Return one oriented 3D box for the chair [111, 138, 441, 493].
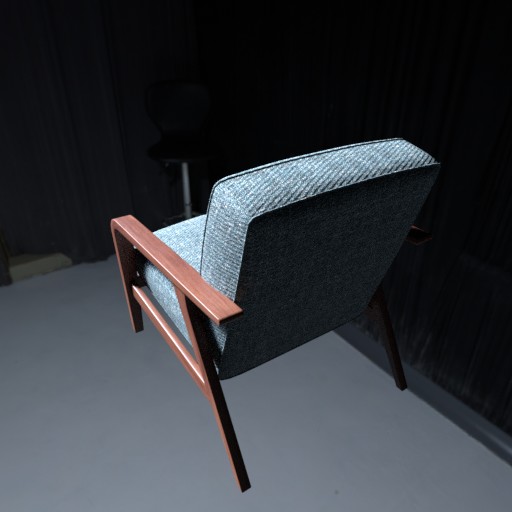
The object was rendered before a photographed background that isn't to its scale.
[{"bbox_3d":[0.000,0.000,1.485,0.719,0.864,0.889,-19,36,-28],"label":"chair"}]
